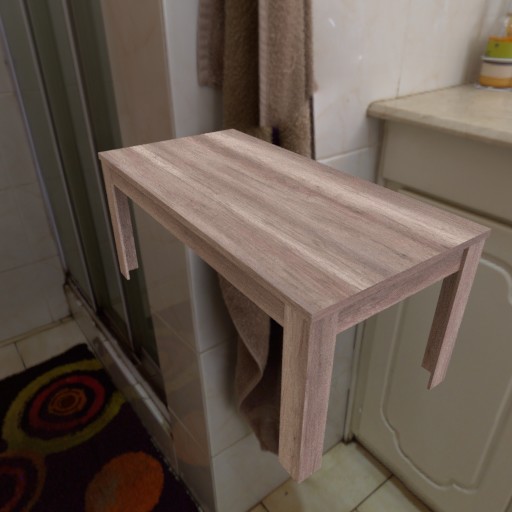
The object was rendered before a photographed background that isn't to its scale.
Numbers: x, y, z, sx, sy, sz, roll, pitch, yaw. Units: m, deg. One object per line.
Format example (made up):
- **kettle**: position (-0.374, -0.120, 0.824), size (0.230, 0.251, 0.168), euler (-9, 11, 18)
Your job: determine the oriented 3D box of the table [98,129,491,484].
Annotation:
- **table**: position (0.000, 0.000, 2.278), size (0.900, 0.790, 1.800), euler (-20, 36, -30)
